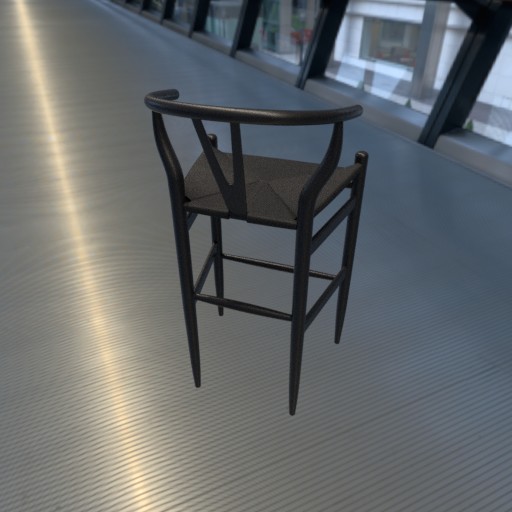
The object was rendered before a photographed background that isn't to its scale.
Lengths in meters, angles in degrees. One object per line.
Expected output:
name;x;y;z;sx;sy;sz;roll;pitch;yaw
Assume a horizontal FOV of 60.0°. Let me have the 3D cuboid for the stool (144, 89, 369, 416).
stool;0.000;0.000;1.424;0.569;1.072;0.579;11;34;16
